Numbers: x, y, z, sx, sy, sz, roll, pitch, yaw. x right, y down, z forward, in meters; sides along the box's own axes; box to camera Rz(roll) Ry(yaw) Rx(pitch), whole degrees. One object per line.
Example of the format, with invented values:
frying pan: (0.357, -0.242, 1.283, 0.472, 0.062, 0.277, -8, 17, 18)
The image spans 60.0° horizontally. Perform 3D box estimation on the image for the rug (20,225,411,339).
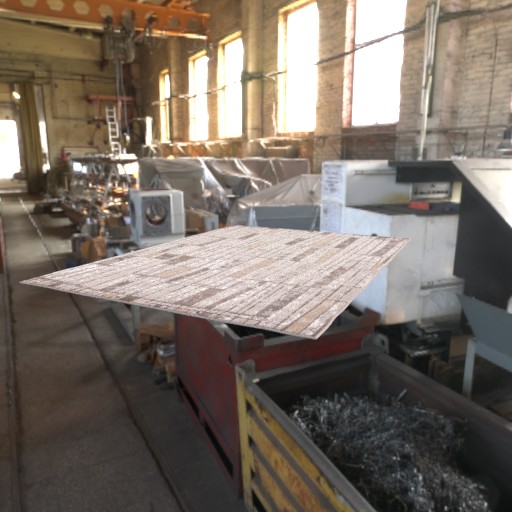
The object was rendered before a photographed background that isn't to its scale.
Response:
rug: (0.000, 0.000, 4.370, 2.449, 0.019, 3.357, 6, 14, 26)
